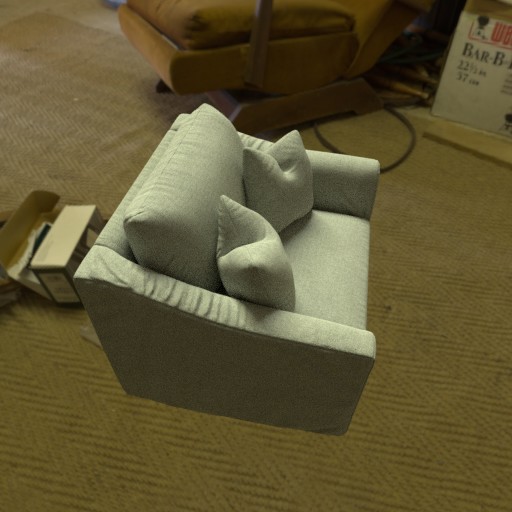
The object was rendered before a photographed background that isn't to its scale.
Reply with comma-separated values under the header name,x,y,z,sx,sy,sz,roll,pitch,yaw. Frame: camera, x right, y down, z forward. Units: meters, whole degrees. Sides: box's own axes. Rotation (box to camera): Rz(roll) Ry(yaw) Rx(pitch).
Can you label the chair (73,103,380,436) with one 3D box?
name,x,y,z,sx,sy,sz,roll,pitch,yaw
chair,0.000,0.000,2.081,1.071,1.059,1.194,8,46,8
